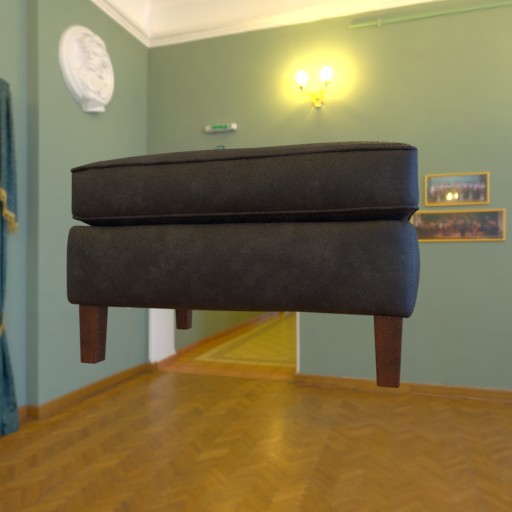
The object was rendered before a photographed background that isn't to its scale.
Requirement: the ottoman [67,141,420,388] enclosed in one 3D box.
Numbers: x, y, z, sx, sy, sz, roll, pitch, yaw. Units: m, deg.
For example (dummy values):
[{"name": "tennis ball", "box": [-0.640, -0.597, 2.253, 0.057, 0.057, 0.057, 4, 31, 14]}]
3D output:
[{"name": "ottoman", "box": [0.000, 0.000, 0.986, 0.665, 0.413, 0.501, 0, 0, 16]}]
